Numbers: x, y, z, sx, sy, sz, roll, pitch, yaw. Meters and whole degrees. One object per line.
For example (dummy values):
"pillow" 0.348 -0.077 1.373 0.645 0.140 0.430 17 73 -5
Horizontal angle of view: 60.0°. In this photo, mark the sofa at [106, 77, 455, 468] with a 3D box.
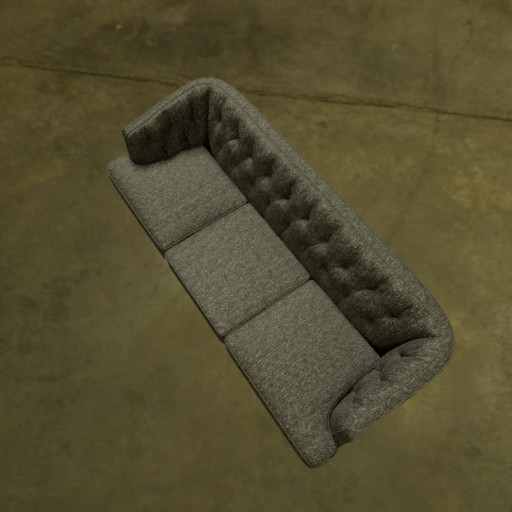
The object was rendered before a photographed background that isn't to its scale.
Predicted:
"sofa" 0.000 0.000 2.707 0.941 0.855 2.278 -32 68 -15
